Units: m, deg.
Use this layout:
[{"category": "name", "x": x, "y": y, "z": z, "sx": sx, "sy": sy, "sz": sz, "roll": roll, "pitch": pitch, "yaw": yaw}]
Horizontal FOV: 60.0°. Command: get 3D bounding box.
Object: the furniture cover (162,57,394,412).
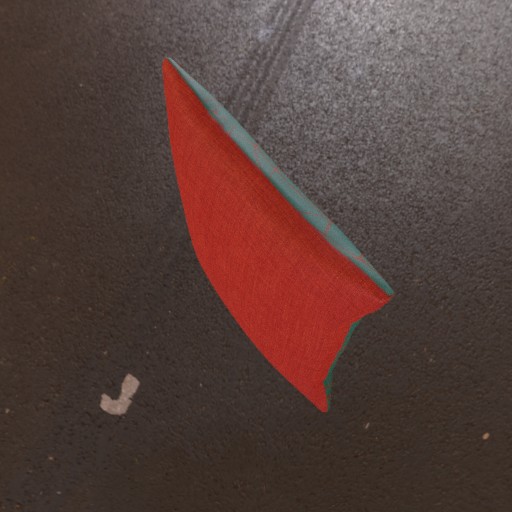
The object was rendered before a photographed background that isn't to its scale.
[{"category": "furniture cover", "x": 0.000, "y": 0.000, "z": 0.798, "sx": 0.158, "sy": 0.508, "sz": 0.517, "roll": -30, "pitch": 62, "yaw": -17}]
